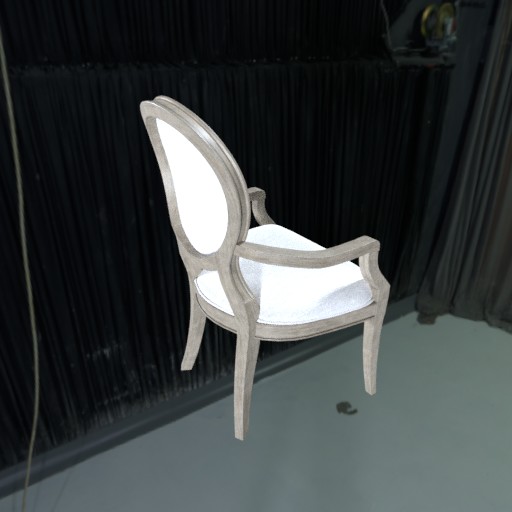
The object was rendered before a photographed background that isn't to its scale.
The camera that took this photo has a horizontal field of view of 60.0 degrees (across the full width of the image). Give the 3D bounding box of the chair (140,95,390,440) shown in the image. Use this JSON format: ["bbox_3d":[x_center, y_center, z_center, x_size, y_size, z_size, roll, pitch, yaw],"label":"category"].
[{"bbox_3d":[0.000,0.000,1.402,0.602,0.991,0.611,-17,31,-31],"label":"chair"}]
